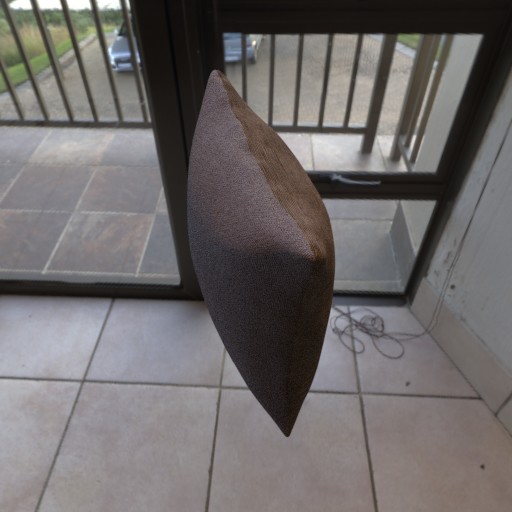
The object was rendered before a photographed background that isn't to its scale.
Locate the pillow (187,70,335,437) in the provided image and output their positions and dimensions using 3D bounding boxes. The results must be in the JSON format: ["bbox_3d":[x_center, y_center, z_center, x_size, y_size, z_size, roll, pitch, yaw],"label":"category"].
[{"bbox_3d":[0.000,0.000,0.721,0.204,0.439,0.452,-11,47,-11],"label":"pillow"}]
